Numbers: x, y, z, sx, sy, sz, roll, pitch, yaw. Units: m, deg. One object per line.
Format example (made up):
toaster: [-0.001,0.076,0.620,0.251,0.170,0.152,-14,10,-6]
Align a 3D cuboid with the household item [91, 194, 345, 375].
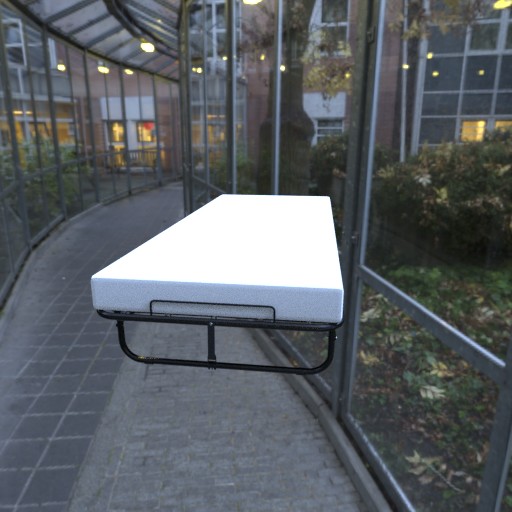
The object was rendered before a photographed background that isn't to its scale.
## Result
household item: [0.000,0.000,2.201,0.787,0.356,1.905,2,16,8]
